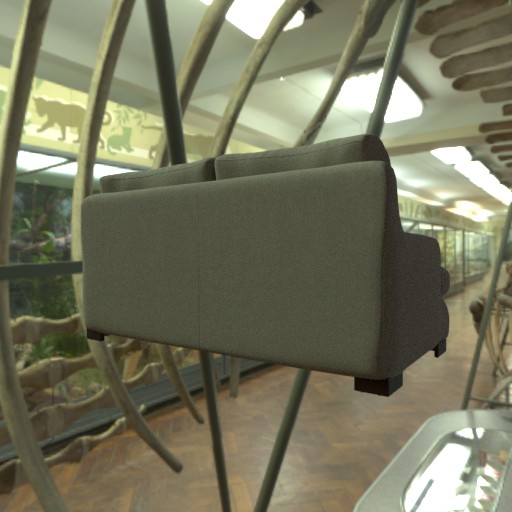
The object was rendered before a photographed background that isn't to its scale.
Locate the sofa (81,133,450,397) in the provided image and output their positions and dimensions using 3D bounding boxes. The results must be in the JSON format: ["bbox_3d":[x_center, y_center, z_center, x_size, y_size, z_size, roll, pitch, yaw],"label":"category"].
[{"bbox_3d":[0.000,0.000,2.438,1.855,0.980,0.962,0,1,36],"label":"sofa"}]
